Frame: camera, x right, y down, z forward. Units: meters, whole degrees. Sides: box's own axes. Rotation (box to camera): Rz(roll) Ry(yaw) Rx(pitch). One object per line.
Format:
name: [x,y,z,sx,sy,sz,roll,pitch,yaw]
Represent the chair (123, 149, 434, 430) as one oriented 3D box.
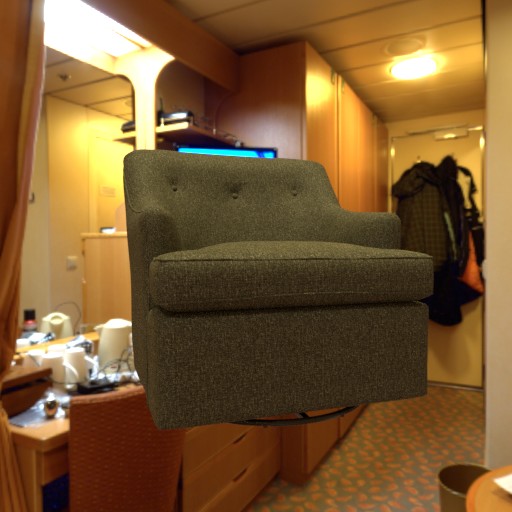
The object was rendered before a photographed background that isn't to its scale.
chair: [0.000,0.000,1.539,0.864,0.856,0.923,0,1,-19]
